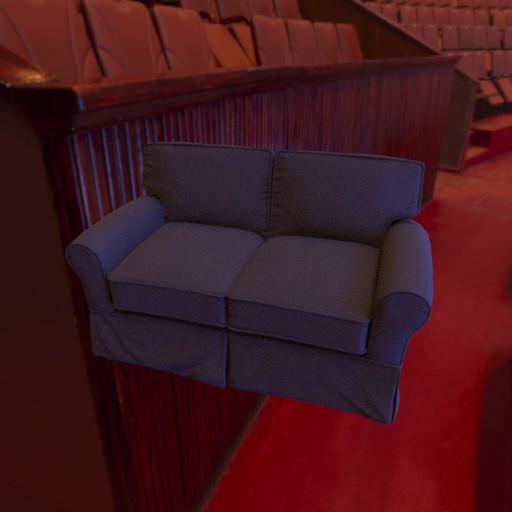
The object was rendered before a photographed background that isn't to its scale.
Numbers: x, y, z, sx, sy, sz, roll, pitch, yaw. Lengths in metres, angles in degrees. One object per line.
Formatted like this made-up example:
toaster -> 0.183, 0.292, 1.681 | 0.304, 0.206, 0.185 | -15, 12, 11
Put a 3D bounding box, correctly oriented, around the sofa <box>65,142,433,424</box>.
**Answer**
sofa -> 0.000, 0.000, 2.450 | 1.801, 1.059, 0.997 | 8, 27, 16
